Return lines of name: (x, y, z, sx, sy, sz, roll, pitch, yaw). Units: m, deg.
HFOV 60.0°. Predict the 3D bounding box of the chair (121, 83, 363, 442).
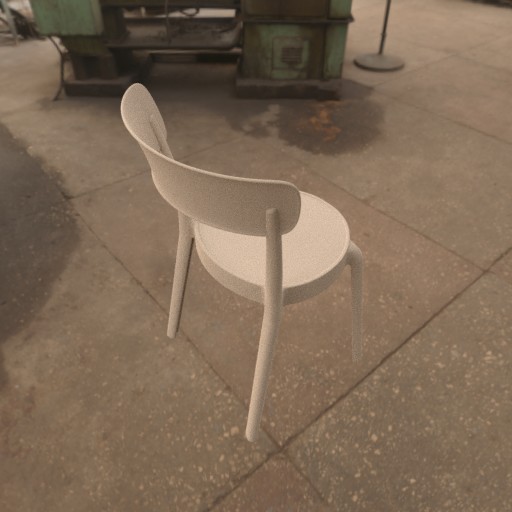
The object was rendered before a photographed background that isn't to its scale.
chair: (0.000, 0.000, 1.121, 0.491, 0.790, 0.506, -27, 48, -27)
